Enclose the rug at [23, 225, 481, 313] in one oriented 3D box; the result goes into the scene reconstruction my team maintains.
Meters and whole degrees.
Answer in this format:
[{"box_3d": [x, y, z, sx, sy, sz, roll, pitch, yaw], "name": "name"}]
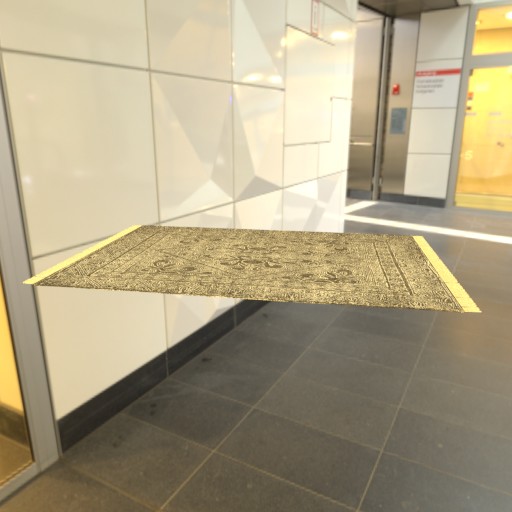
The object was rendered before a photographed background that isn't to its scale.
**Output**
[{"box_3d": [0.000, 0.000, 3.021, 2.440, 0.010, 1.529, 3, 17, 9], "name": "rug"}]
